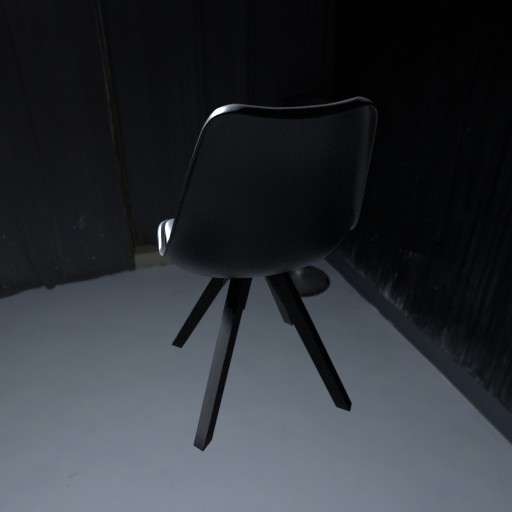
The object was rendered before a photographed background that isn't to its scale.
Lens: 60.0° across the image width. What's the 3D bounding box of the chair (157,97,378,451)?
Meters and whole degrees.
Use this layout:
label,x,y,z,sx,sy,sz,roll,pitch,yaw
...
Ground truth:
label,x,y,z,sx,sy,sz,roll,pitch,yaw
chair,0.000,0.000,1.148,0.485,0.850,0.530,-9,30,-15
